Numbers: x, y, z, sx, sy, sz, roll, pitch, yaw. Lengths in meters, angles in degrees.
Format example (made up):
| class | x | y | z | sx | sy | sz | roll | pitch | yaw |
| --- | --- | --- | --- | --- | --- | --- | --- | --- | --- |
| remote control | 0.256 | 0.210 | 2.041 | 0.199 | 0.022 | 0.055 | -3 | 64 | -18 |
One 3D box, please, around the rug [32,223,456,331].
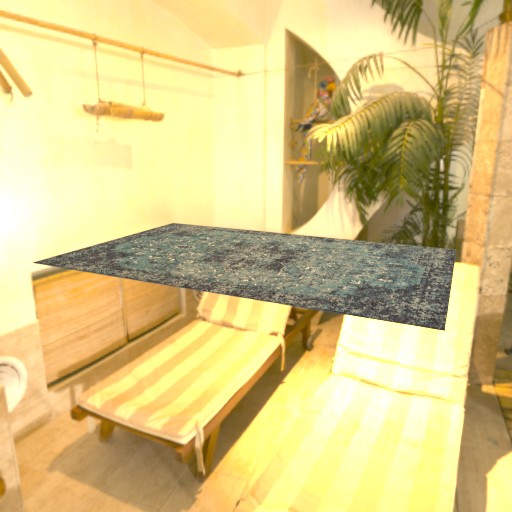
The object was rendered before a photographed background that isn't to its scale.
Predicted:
| class | x | y | z | sx | sy | sz | roll | pitch | yaw |
| --- | --- | --- | --- | --- | --- | --- | --- | --- | --- |
| rug | 0.000 | 0.000 | 2.992 | 2.440 | 0.007 | 1.525 | 7 | 16 | 24 |
